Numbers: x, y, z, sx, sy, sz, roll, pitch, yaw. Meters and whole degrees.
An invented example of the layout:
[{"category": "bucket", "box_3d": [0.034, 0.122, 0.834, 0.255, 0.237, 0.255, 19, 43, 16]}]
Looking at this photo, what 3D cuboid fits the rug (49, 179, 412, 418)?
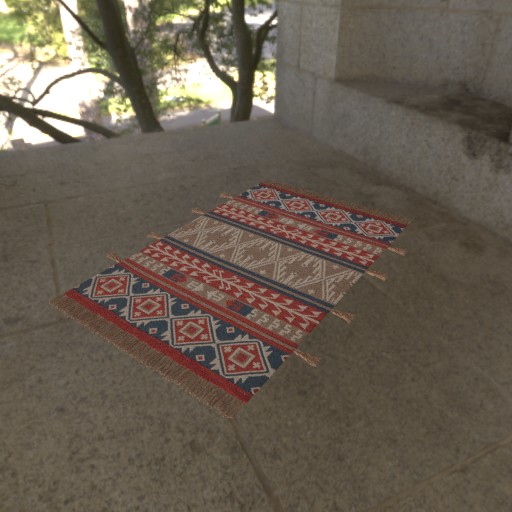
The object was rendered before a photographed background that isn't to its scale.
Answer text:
[{"category": "rug", "box_3d": [0.000, 0.000, 3.251, 1.778, 0.048, 2.450, 21, 38, 30]}]
